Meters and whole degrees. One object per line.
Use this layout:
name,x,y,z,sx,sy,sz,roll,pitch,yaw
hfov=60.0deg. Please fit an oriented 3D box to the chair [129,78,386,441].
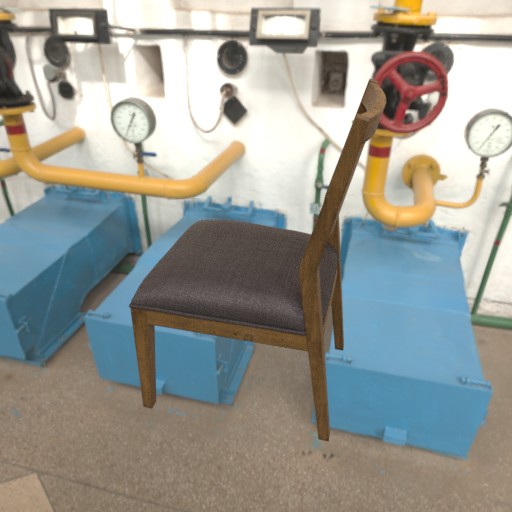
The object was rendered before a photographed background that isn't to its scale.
chair,0.000,0.000,1.305,0.610,0.939,0.501,8,32,13
